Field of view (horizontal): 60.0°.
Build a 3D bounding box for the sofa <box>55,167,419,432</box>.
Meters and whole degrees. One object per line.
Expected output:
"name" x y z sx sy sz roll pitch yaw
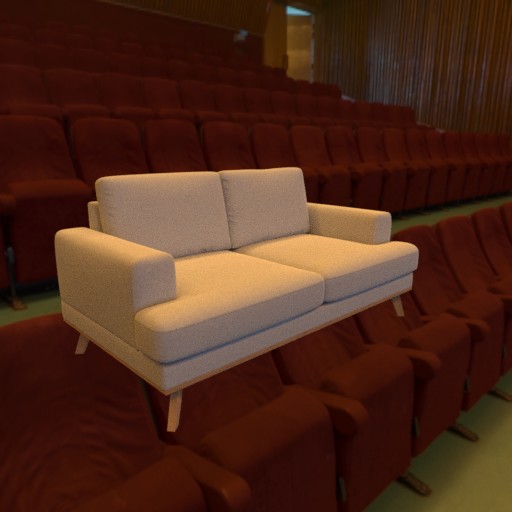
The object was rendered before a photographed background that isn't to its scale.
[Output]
"sofa" 0.000 0.000 2.200 1.651 0.810 0.915 -13 19 -42
